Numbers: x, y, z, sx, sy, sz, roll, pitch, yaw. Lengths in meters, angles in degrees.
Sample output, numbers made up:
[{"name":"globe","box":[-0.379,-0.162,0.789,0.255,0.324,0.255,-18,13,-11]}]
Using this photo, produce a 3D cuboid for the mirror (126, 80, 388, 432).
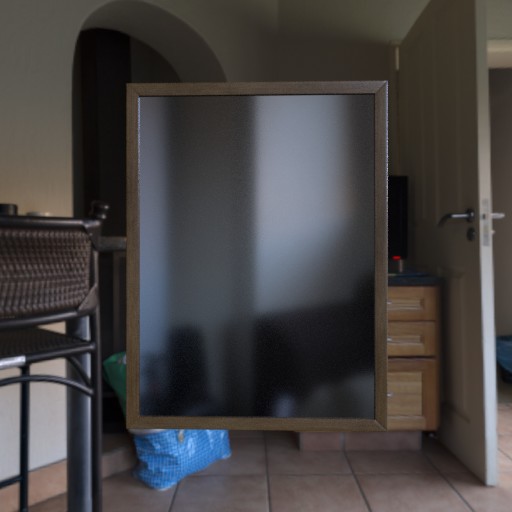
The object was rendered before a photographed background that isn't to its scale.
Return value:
[{"name":"mirror","box":[0.000,0.000,1.313,0.762,1.016,0.040,0,0,2]}]
